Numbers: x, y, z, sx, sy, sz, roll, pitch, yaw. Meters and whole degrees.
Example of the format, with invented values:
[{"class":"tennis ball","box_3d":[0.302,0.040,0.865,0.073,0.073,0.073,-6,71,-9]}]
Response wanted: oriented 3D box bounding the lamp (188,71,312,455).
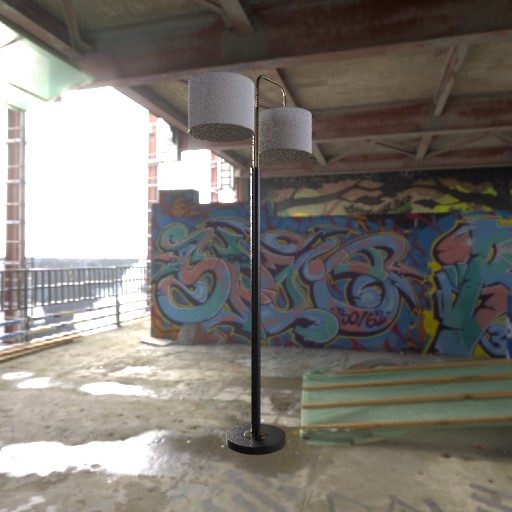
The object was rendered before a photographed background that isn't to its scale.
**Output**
[{"class":"lamp","box_3d":[0.000,0.000,1.896,0.254,1.587,0.711,0,0,36]}]
